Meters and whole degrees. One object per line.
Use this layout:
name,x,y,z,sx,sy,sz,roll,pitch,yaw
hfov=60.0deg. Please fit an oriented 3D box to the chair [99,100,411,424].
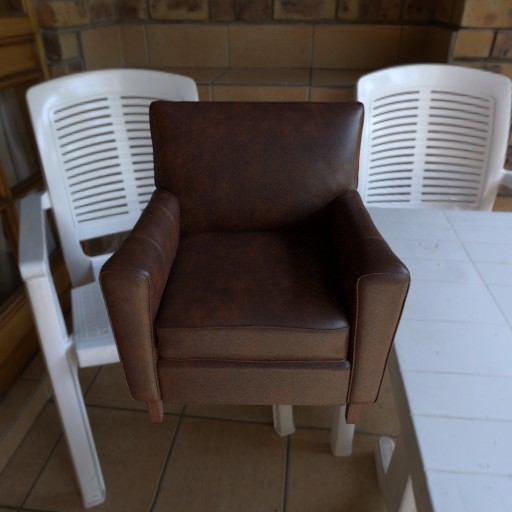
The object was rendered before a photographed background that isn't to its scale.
chair,0.000,0.000,1.615,0.870,0.943,0.823,0,31,1
